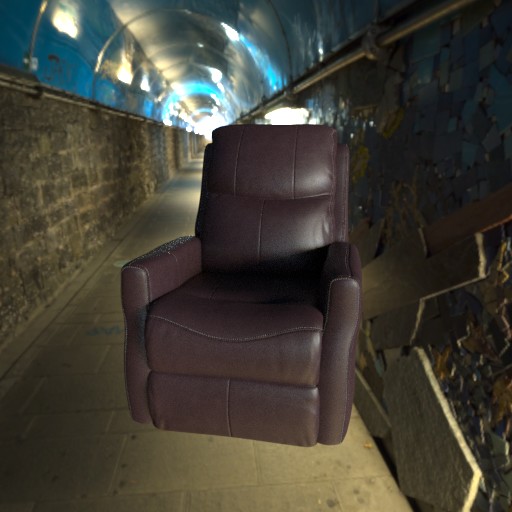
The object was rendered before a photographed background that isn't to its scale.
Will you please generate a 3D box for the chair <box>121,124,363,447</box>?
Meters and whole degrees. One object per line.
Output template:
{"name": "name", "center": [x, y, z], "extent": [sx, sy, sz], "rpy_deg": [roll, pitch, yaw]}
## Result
{"name": "chair", "center": [0.000, 0.000, 1.776], "extent": [0.829, 1.030, 1.080], "rpy_deg": [3, 16, 10]}
